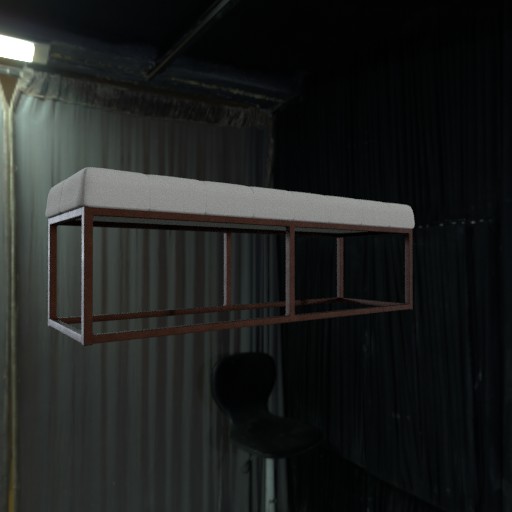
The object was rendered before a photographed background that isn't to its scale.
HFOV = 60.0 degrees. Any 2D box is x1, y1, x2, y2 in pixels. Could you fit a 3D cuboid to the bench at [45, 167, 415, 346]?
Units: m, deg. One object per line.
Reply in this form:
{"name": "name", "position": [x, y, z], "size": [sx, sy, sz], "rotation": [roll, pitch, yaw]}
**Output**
{"name": "bench", "position": [0.000, 0.000, 1.791], "size": [1.488, 0.488, 0.479], "rotation": [0, -1, -36]}
